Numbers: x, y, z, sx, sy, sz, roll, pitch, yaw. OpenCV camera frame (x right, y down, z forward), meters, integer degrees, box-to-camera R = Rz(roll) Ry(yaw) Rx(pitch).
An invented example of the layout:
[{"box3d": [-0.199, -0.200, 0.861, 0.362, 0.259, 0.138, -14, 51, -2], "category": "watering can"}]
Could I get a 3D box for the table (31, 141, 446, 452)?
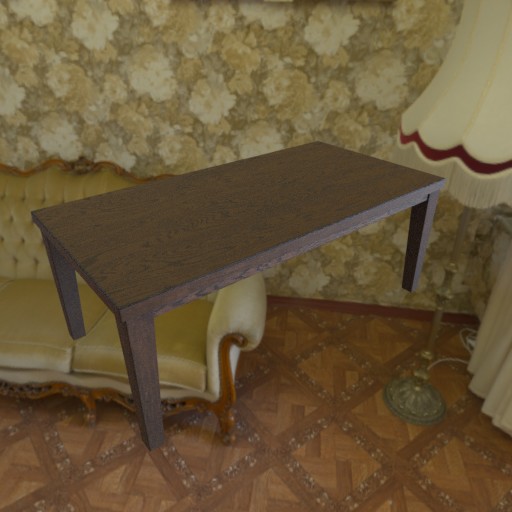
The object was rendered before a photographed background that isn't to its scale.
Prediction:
[{"box3d": [0.000, 0.000, 2.525, 1.981, 0.762, 1.016, -22, 36, -33], "category": "table"}]
